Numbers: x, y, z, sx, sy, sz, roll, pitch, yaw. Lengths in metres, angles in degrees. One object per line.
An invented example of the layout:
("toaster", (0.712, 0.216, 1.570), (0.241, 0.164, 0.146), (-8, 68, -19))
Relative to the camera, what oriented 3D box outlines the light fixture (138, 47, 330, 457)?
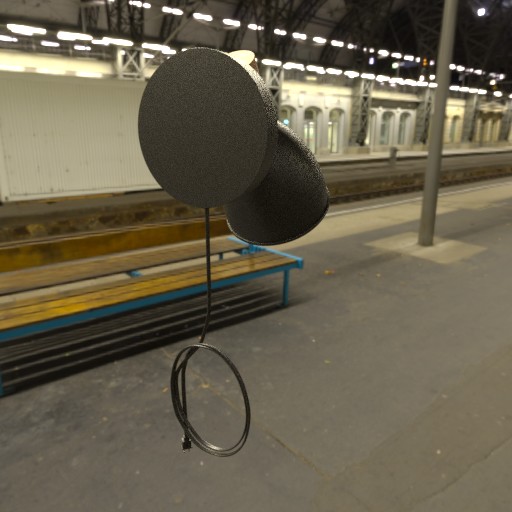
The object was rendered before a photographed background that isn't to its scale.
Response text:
("light fixture", (0.000, 0.000, 0.480), (0.127, 0.401, 0.203), (8, 17, 27))
